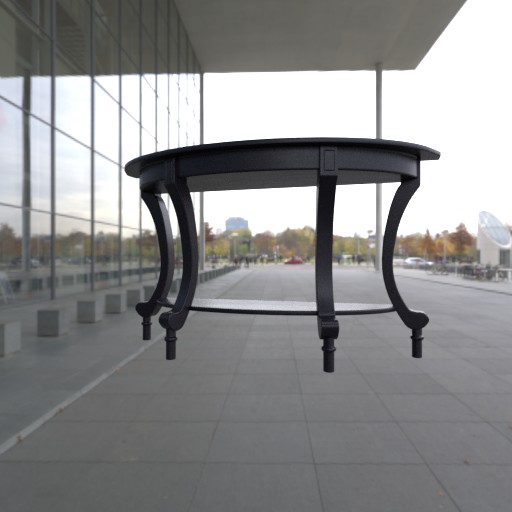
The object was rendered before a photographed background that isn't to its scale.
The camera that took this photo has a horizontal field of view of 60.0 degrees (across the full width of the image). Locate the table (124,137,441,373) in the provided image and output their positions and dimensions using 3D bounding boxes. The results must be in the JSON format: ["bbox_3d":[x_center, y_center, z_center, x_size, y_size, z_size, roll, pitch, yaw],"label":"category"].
[{"bbox_3d":[0.000,0.000,1.515,1.198,0.692,0.394,0,0,18],"label":"table"}]
